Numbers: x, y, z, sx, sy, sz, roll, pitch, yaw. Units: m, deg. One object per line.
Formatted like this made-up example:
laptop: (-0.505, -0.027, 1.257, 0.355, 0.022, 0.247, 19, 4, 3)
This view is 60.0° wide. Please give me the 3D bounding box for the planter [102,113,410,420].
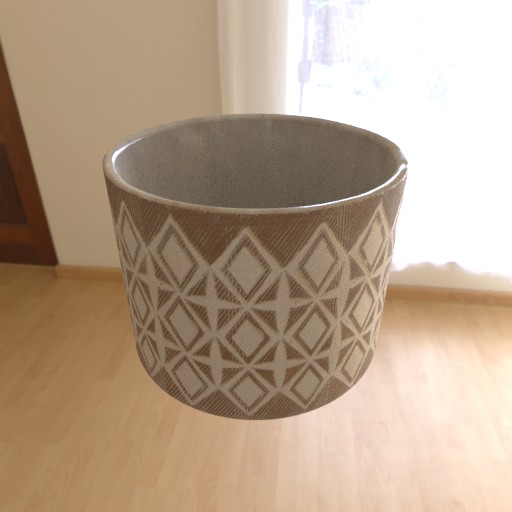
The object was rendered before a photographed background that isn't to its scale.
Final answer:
planter: (0.000, 0.000, 0.333, 0.193, 0.165, 0.193, 0, 31, 0)
